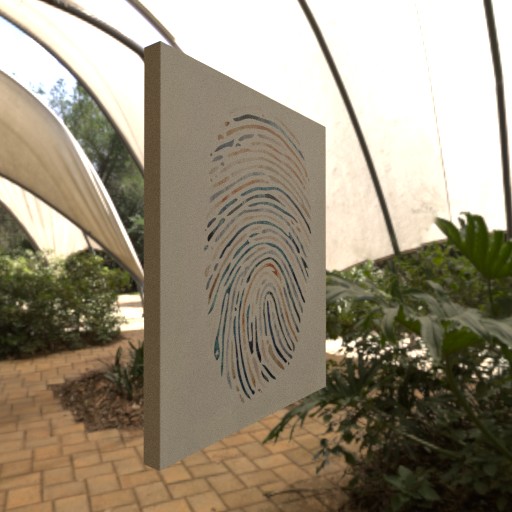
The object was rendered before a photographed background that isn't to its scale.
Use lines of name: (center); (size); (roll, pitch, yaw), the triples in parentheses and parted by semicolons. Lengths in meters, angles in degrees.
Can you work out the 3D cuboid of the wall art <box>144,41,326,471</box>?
wall art: (0.000, 0.000, 0.839); (0.037, 0.606, 0.508); (0, 0, 36)
